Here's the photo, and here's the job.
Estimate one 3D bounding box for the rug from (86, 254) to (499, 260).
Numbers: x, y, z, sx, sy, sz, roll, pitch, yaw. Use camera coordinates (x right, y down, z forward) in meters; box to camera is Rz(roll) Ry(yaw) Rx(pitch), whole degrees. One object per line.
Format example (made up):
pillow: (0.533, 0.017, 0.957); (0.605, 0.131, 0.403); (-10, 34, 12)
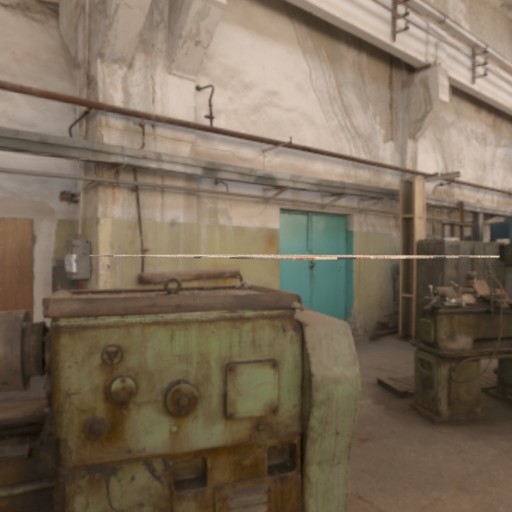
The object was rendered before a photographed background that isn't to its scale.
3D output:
rug: (0.000, 0.000, 2.929); (1.513, 0.008, 2.423); (0, 0, -37)
